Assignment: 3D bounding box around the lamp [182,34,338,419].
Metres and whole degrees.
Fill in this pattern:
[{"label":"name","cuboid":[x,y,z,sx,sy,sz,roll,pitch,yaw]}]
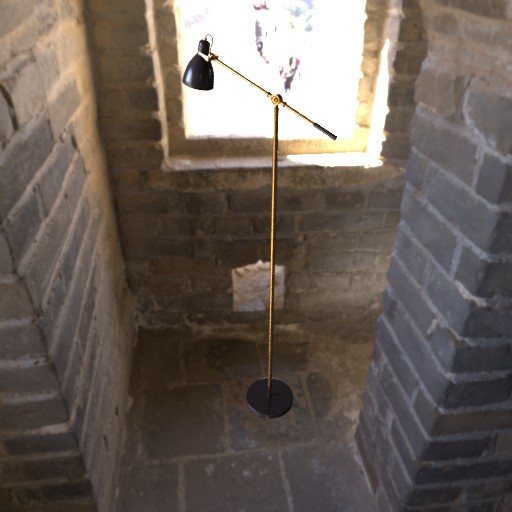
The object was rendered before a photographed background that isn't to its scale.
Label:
[{"label":"lamp","cuboid":[0.000,0.000,1.833,0.618,1.628,0.235,20,37,29]}]
